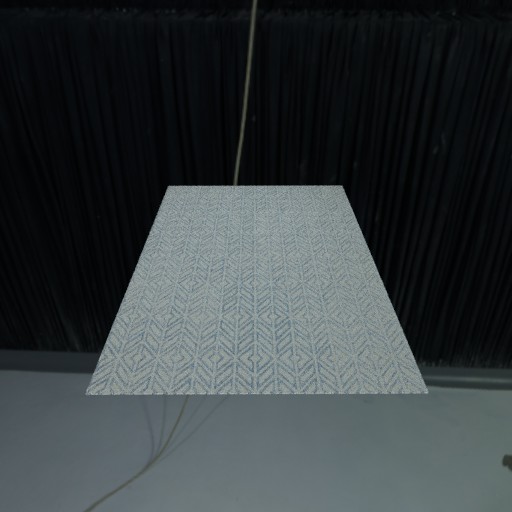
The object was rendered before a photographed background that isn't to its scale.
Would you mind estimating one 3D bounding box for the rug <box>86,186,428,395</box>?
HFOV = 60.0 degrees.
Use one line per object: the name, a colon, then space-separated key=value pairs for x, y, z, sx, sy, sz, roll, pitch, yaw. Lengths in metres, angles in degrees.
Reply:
rug: x=0.000 y=0.000 z=2.348 sx=1.220 sy=0.008 sz=1.824 roll=0 pitch=32 yaw=0
